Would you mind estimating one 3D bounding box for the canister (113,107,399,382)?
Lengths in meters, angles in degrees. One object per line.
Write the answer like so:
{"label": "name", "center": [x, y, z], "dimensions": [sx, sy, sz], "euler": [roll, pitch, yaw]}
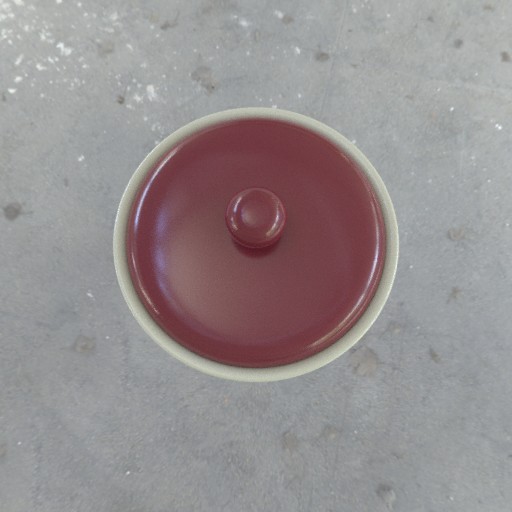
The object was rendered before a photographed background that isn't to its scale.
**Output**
{"label": "canister", "center": [0.000, 0.000, 0.339], "dimensions": [0.182, 0.208, 0.182], "euler": [0, 76, 0]}
